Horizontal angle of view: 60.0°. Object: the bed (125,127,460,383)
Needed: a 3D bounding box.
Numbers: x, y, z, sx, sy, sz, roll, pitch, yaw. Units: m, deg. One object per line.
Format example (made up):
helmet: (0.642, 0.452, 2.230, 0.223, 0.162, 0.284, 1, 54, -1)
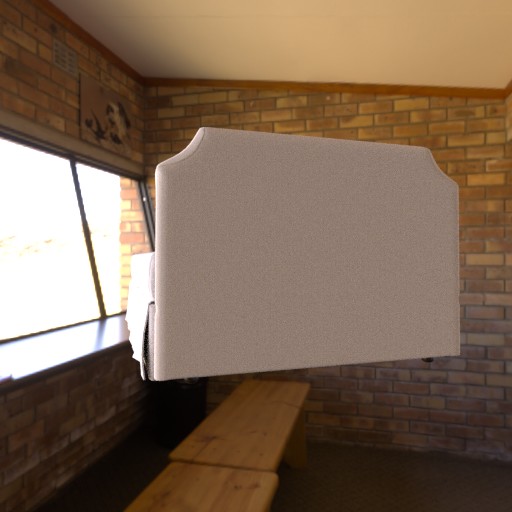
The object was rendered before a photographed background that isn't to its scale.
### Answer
bed: (0.000, 0.000, 3.593, 1.977, 1.293, 2.498, 0, 0, -18)
